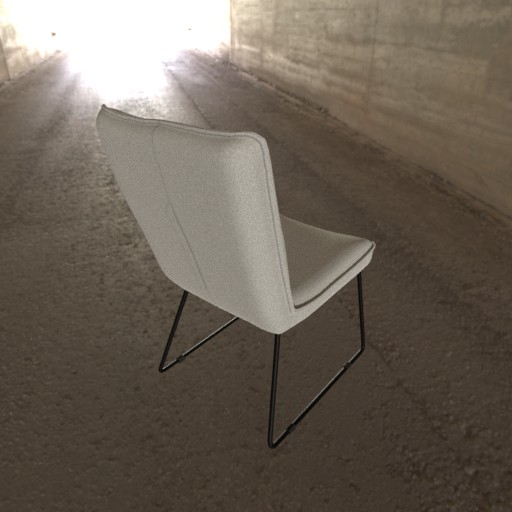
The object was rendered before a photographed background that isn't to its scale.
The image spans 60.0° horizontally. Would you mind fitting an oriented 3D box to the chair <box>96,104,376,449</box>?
[{"bbox_3d":[0.000,0.000,1.363,0.515,0.930,0.688,21,35,34],"label":"chair"}]
